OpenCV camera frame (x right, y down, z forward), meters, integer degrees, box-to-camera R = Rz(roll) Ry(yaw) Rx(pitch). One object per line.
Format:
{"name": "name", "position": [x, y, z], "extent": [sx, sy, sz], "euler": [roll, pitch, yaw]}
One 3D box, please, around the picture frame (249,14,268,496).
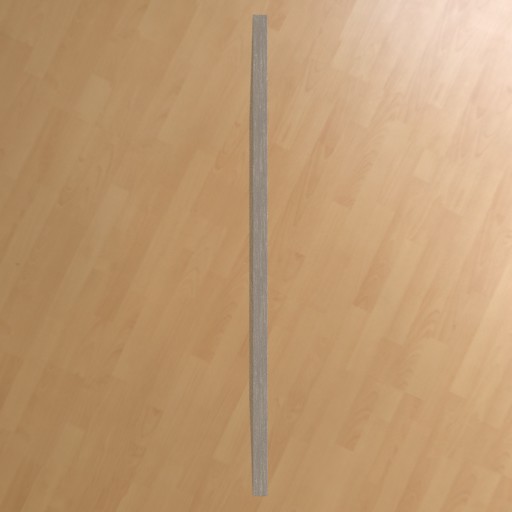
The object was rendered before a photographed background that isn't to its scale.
{"name": "picture frame", "position": [0.000, 0.000, 1.195], "extent": [0.029, 0.640, 0.950], "euler": [0, 89, -1]}
